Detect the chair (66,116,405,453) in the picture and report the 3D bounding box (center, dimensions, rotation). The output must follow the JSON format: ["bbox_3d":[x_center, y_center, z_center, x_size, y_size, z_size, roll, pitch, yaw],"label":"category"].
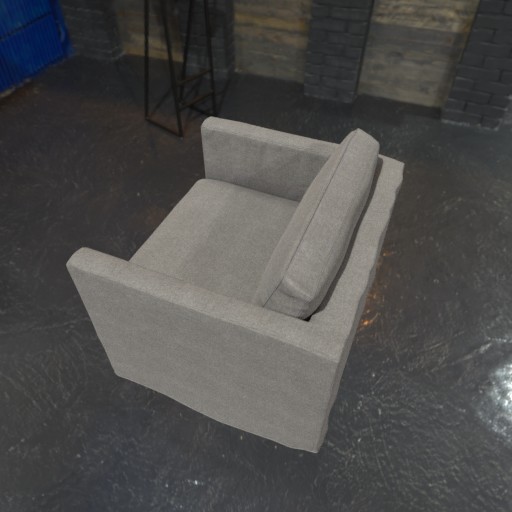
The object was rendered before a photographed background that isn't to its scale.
[{"bbox_3d":[0.000,0.000,1.821,0.949,0.863,1.057,17,49,16],"label":"chair"}]
